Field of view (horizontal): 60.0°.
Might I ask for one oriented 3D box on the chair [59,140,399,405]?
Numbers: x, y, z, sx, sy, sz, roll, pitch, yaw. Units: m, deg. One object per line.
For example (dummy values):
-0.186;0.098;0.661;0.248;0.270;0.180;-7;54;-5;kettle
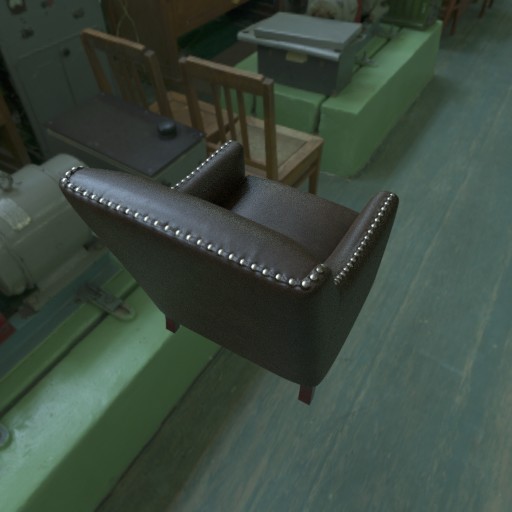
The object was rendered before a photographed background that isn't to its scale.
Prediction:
0.000;0.000;1.336;0.639;0.813;0.704;23;51;20;chair
